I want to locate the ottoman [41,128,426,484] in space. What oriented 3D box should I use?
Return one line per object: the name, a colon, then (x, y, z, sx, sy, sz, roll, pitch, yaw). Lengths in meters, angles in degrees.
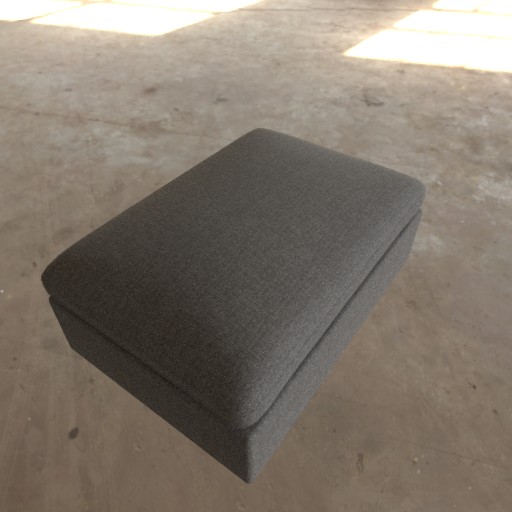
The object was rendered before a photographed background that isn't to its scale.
ottoman: (0.000, 0.000, 1.418, 0.711, 0.483, 1.041, 26, 49, 26)
